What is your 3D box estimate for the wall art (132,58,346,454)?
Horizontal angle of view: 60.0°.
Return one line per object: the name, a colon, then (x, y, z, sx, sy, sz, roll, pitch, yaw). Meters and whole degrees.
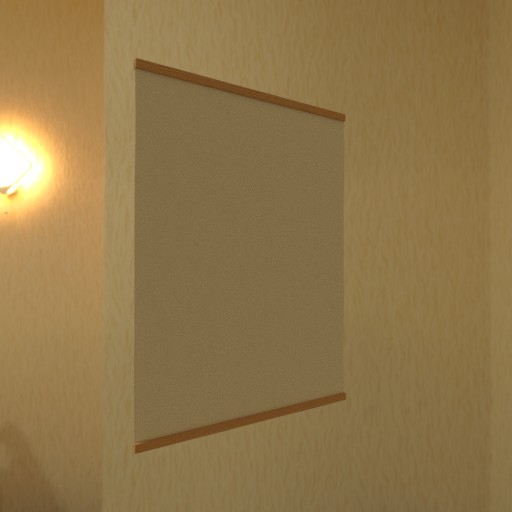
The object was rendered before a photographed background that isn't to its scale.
wall art: (0.000, 0.000, 0.814, 0.458, 0.605, 0.011, 0, -1, -35)
